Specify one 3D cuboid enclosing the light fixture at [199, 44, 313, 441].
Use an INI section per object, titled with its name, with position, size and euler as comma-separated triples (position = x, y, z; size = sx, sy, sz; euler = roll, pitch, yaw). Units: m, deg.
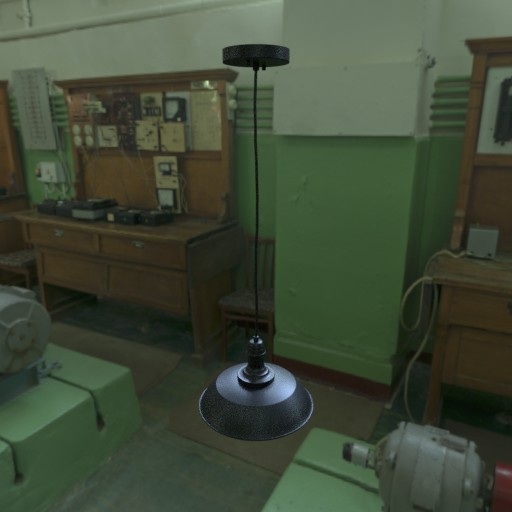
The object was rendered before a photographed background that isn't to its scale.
[light fixture]
position = 0.000, 0.000, 1.165
size = 0.331, 0.993, 0.331
euler = 8, 18, 25
